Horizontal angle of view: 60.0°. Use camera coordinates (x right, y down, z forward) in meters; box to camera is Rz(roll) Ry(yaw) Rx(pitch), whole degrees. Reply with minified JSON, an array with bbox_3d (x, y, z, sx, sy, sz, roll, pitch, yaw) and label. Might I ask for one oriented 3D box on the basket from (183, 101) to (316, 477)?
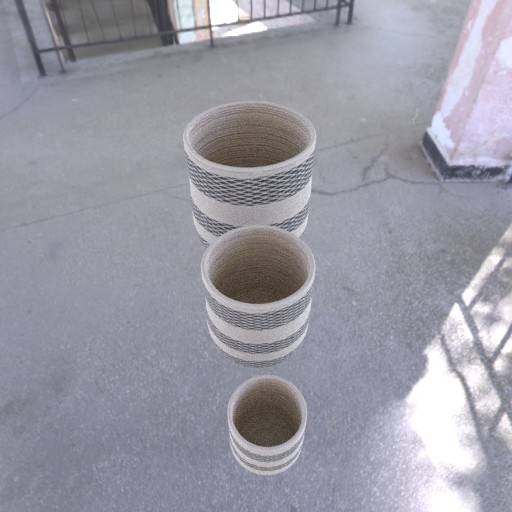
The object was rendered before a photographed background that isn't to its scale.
[{"bbox_3d":[0.000,0.000,1.085,0.351,0.356,0.917,-2,46,-2],"label":"basket"}]
